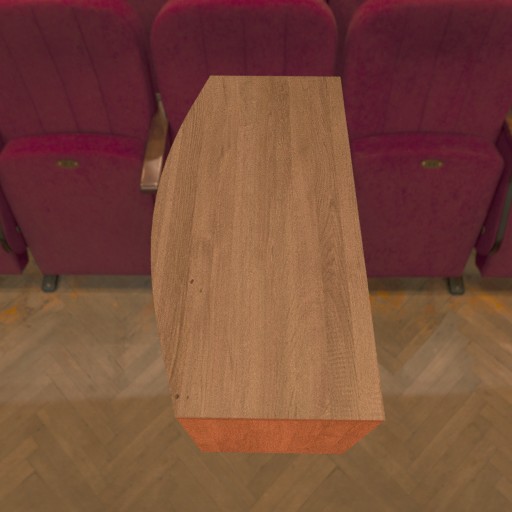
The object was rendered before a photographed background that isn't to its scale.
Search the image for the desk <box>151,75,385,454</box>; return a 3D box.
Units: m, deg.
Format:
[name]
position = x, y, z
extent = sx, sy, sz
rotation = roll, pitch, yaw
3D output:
[desk]
position = 0.000, 0.000, 2.073
extent = 0.802, 0.752, 1.600
rotation = 1, 59, 0
